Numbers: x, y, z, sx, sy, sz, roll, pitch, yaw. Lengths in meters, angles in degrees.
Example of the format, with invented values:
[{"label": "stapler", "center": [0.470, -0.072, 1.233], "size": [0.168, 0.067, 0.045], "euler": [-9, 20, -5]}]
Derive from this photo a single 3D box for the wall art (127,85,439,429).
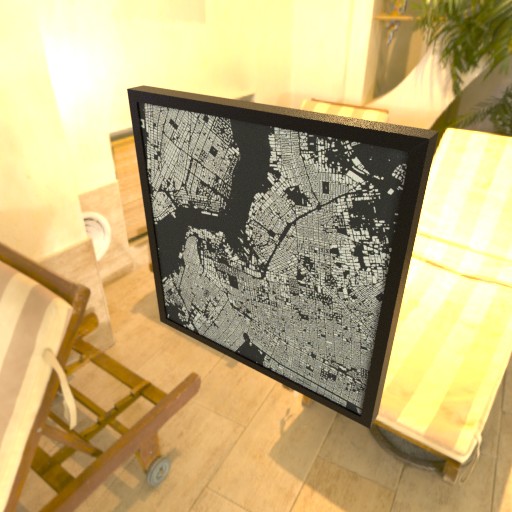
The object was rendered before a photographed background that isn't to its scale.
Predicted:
[{"label": "wall art", "center": [0.000, 0.000, 0.771], "size": [0.506, 0.506, 0.038], "euler": [20, 36, 29]}]
